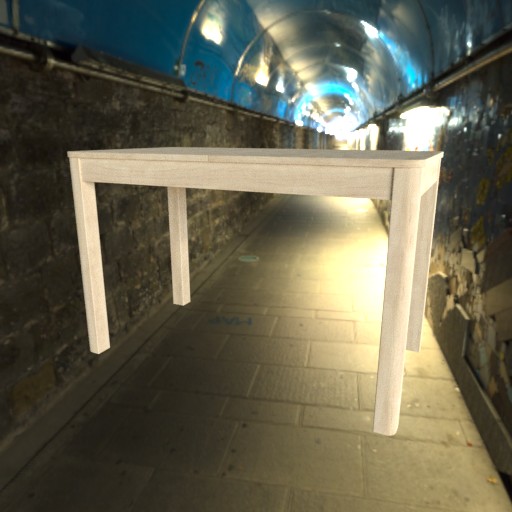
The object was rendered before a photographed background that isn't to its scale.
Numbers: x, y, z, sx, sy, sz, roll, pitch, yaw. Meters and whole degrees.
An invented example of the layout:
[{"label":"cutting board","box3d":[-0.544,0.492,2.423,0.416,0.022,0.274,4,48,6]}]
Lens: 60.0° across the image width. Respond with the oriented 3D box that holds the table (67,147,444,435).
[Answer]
[{"label":"table","box3d":[0.000,0.000,1.959,1.400,0.900,0.750,7,17,25]}]
